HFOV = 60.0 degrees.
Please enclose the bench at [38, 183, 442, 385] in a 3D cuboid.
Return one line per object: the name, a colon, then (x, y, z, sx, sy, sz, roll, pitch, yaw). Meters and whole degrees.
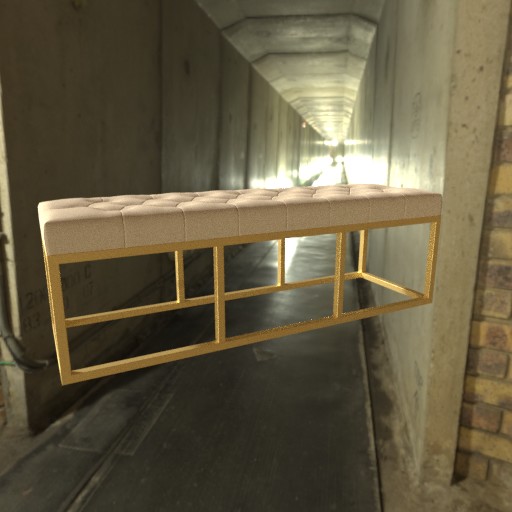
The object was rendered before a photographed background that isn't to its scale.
bench: (0.000, 0.000, 1.718, 1.473, 0.484, 0.457, -7, 16, -26)
